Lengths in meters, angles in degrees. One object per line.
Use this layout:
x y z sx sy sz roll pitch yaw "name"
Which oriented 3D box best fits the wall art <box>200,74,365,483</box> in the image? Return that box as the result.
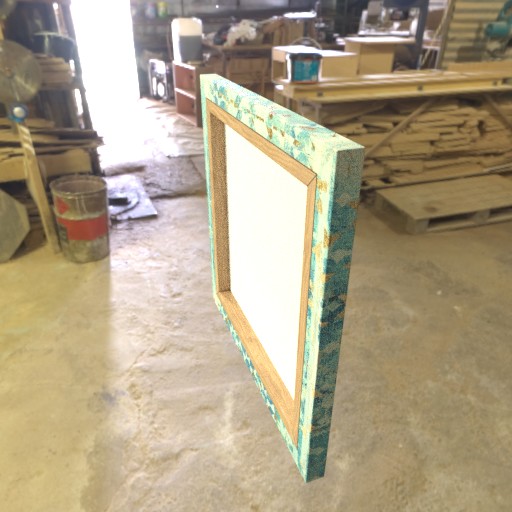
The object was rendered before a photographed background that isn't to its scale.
0.000 0.000 0.897 0.040 0.609 0.609 -11 32 -18 "wall art"
